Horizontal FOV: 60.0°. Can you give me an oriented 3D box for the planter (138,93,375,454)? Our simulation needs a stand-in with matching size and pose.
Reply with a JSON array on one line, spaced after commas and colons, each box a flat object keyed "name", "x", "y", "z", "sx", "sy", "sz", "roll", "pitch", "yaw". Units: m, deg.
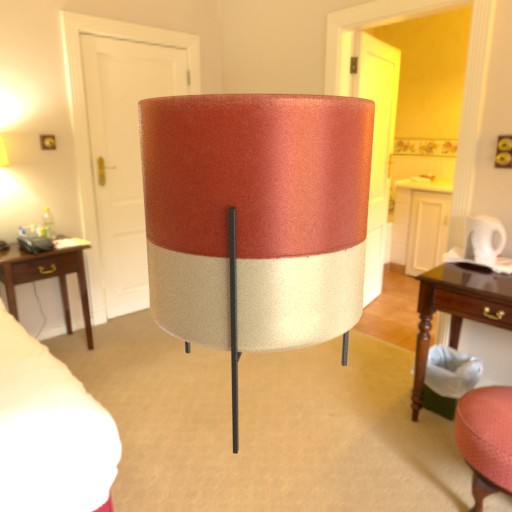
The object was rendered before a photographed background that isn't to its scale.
[{"name": "planter", "x": 0.000, "y": 0.000, "z": 0.712, "sx": 0.345, "sy": 0.465, "sz": 0.354, "roll": 3, "pitch": 16, "yaw": 9}]
